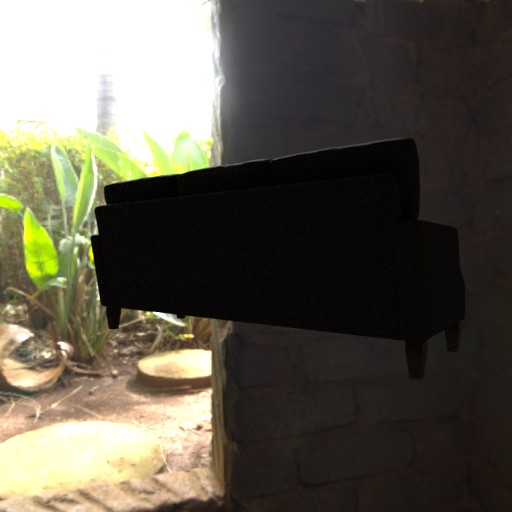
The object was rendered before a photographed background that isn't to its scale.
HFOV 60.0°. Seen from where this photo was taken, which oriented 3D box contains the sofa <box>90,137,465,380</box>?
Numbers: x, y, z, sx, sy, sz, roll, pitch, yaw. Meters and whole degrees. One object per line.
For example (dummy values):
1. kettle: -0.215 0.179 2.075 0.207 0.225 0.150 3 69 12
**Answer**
1. sofa: 0.000 0.000 2.602 2.115 0.984 0.888 0 0 36
